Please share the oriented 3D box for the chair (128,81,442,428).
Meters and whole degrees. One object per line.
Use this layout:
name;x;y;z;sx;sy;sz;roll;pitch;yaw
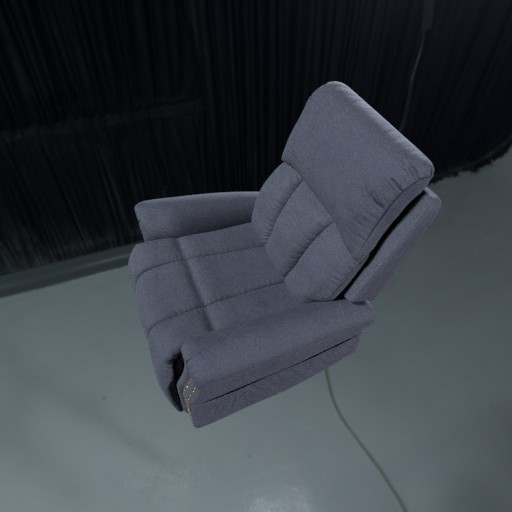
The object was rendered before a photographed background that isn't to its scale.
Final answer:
chair;0.000;0.000;1.726;0.979;1.031;0.871;-17;50;-15
